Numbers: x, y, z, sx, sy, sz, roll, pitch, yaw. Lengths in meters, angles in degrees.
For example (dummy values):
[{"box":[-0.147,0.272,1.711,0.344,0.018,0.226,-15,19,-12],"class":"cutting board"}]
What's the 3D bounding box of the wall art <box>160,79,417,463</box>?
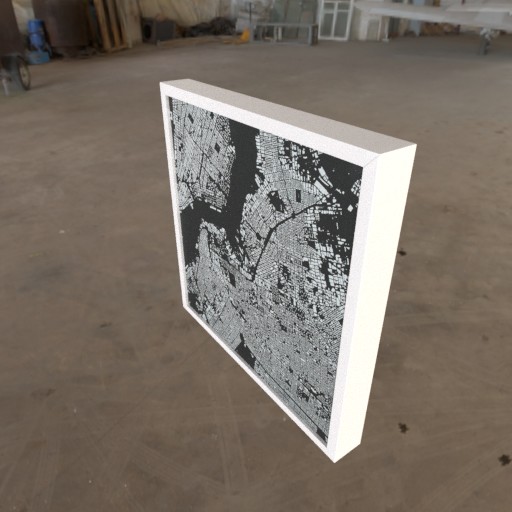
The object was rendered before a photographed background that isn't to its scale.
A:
[{"box":[0.000,0.000,0.463,0.037,0.305,0.305,-21,37,-30],"class":"wall art"}]
